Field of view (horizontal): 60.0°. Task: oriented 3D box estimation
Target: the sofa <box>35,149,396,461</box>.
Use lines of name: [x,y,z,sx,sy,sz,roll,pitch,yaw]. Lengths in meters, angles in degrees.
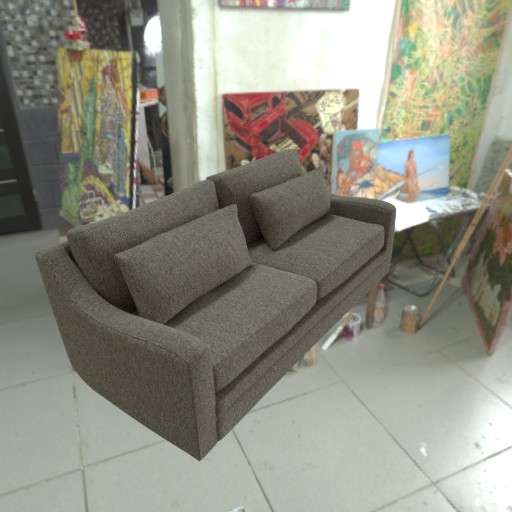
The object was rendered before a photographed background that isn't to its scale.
sofa: [0.000,0.000,3.010,1.103,0.998,2.418,19,32,32]
